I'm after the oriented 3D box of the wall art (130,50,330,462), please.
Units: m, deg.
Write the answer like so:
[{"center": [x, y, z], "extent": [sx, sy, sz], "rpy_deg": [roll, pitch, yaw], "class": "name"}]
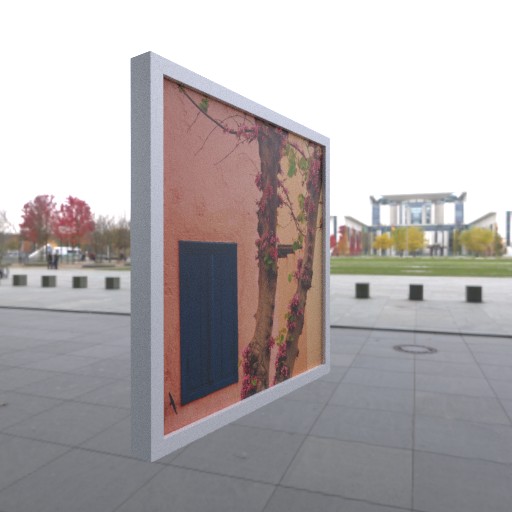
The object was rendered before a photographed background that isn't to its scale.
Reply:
[{"center": [0.000, 0.000, 0.765], "extent": [0.038, 0.508, 0.507], "rpy_deg": [0, 0, 35], "class": "wall art"}]
